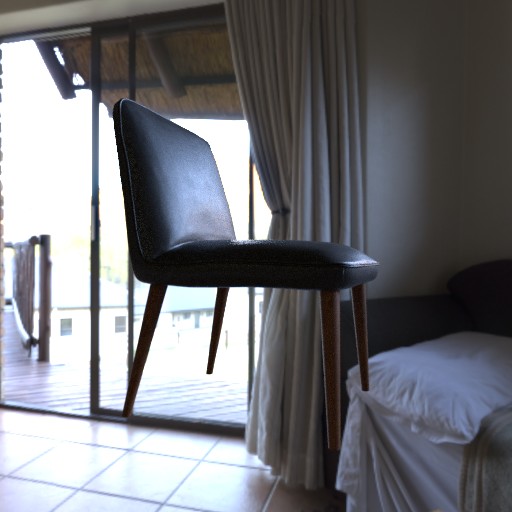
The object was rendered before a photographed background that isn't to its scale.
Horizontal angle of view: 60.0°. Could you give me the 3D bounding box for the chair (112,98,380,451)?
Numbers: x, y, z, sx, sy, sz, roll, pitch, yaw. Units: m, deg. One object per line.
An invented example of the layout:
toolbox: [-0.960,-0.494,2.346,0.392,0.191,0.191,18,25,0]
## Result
chair: [0.000,0.000,1.216,0.645,0.801,0.543,0,-1,17]
